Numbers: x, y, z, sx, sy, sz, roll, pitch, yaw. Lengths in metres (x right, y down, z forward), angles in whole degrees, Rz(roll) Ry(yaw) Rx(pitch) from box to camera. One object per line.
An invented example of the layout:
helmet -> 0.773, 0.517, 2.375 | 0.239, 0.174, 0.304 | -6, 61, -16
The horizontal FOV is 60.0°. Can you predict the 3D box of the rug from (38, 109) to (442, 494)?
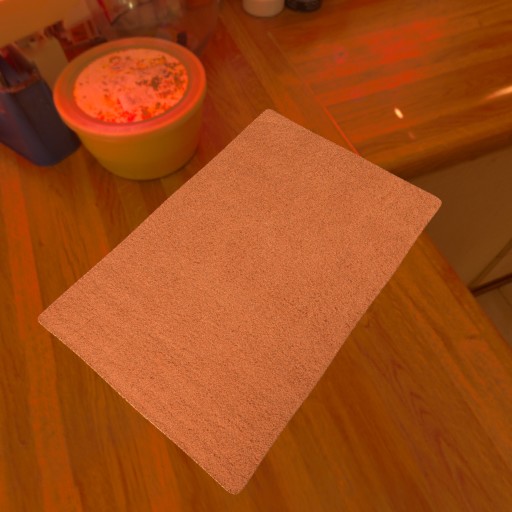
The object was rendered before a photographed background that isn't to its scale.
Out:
rug -> 0.000, 0.000, 3.363 | 1.801, 0.024, 2.700 | 34, 65, 18
